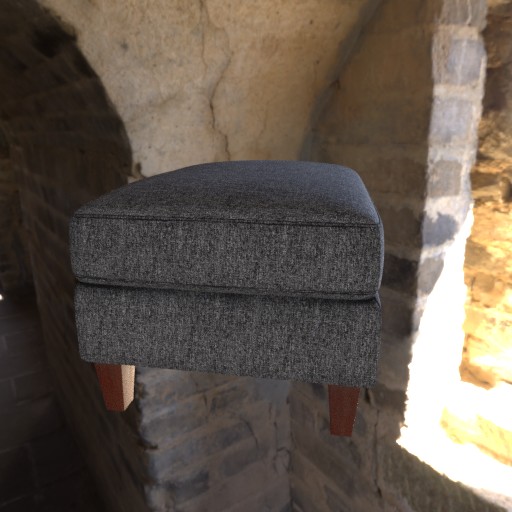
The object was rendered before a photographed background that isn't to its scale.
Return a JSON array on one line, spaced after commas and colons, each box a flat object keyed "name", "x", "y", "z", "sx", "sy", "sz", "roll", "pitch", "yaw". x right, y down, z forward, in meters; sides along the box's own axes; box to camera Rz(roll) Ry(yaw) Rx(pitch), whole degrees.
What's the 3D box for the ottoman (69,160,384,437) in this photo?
[{"name": "ottoman", "x": 0.000, "y": 0.000, "z": 1.194, "sx": 0.584, "sy": 0.483, "sz": 0.864, "roll": 3, "pitch": 16, "yaw": 9}]
